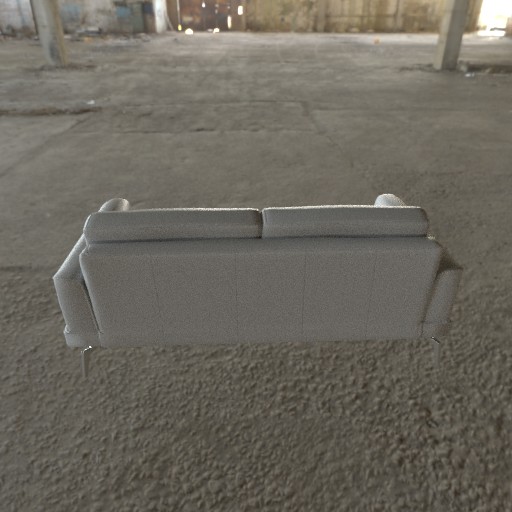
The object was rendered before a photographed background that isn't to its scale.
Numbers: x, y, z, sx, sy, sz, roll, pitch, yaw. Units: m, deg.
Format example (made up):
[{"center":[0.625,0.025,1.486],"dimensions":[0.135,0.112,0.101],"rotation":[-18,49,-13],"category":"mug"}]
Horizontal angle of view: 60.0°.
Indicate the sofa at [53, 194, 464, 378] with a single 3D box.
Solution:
[{"center":[0.000,0.000,2.792],"dimensions":[2.177,0.930,1.121],"rotation":[-1,29,-2],"category":"sofa"}]
